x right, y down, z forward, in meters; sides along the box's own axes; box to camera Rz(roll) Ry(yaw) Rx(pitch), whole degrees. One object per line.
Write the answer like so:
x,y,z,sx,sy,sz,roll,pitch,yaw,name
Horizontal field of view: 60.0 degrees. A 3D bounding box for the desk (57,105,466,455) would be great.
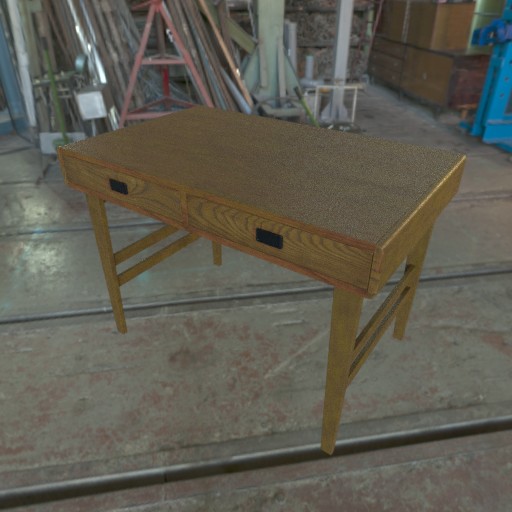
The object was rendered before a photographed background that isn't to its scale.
0.000,0.000,1.542,1.066,0.754,0.660,20,37,29,desk
